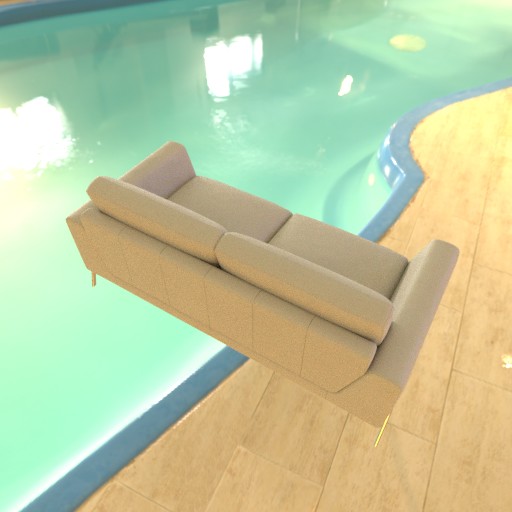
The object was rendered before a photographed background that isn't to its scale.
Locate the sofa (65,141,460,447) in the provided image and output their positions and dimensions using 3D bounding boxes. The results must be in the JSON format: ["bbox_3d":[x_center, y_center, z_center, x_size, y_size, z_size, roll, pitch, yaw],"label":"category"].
[{"bbox_3d":[0.000,0.000,2.571,2.017,0.875,0.953,24,52,21],"label":"sofa"}]
